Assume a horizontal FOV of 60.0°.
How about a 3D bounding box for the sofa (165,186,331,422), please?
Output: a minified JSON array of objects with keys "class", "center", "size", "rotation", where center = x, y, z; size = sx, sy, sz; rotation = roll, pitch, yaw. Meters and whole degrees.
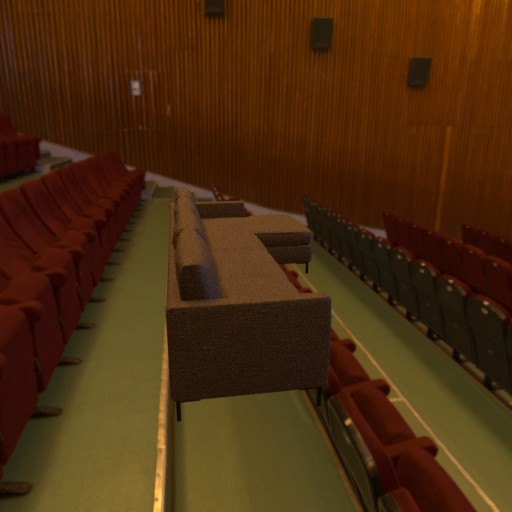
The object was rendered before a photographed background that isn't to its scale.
[{"class":"sofa","center":[0.000,0.000,3.859],"size":[1.483,0.892,3.221],"rotation":[-3,17,-10]}]
